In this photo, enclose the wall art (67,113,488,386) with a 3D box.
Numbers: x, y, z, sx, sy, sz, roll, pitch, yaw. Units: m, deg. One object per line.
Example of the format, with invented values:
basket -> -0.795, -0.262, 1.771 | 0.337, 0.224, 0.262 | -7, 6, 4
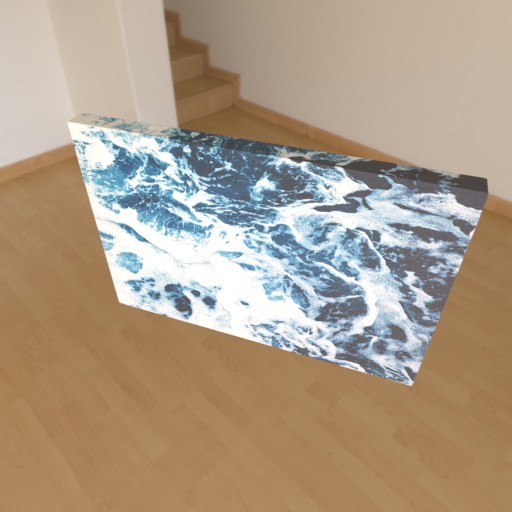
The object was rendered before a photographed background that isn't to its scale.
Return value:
wall art -> 0.000, 0.000, 0.756 | 0.609, 0.407, 0.043 | 13, 42, 15
